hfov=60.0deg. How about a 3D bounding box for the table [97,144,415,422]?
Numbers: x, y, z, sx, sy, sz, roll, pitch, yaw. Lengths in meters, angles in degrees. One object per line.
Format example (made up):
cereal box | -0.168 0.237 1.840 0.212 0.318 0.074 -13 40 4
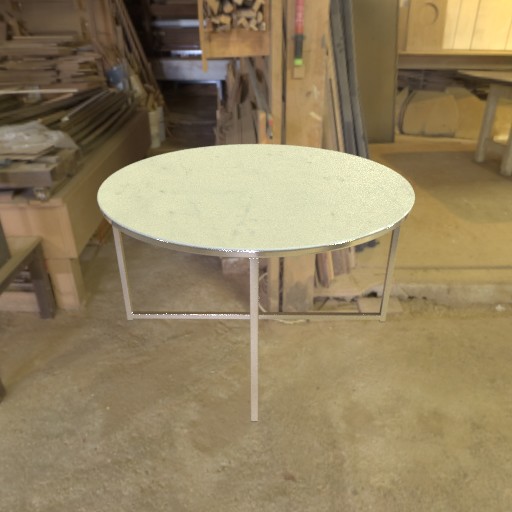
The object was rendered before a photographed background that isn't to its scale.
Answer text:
table | 0.000 0.000 1.275 0.800 0.450 0.800 0 28 0
